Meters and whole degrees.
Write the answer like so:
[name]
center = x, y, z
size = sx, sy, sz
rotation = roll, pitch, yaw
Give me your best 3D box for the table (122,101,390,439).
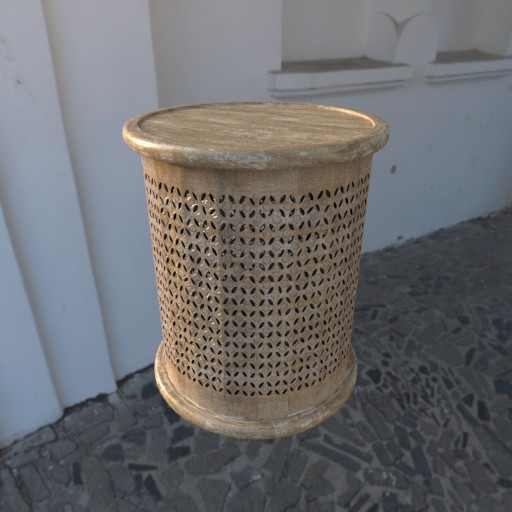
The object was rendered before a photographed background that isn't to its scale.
[table]
center = 0.000, 0.000, 0.803
size = 0.407, 0.482, 0.407
rotation = 0, 27, 0
